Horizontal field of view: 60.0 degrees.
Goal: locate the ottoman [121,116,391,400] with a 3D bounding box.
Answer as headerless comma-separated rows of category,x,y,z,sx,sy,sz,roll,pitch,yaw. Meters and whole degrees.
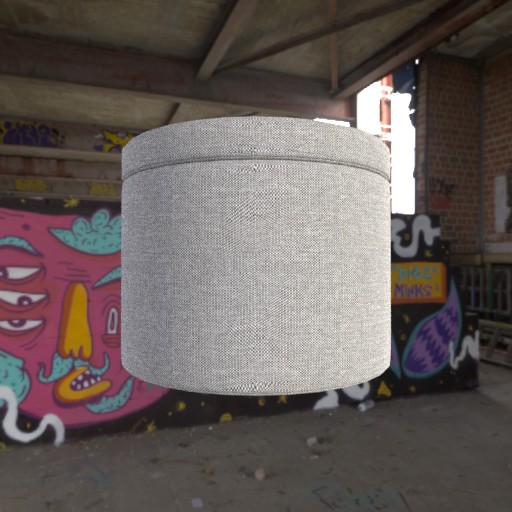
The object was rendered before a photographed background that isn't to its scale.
ottoman,0.000,0.000,0.857,0.500,0.419,0.500,0,0,0
